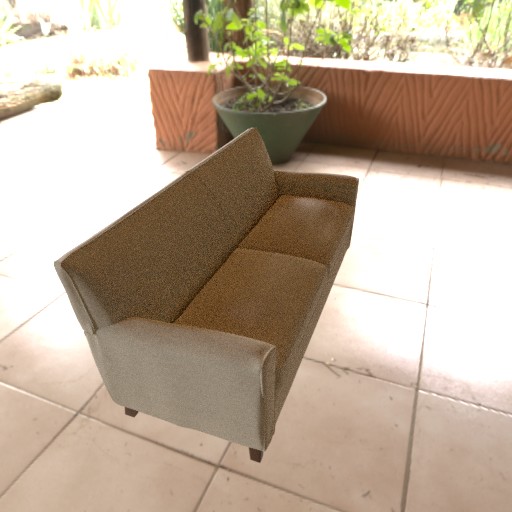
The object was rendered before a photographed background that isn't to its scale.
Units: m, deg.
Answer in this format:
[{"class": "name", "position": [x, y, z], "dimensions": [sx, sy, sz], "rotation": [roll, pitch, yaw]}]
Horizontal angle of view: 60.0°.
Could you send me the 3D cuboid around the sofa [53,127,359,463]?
[{"class": "sofa", "position": [0.000, 0.000, 2.507], "dimensions": [0.841, 0.907, 2.001], "rotation": [11, 32, 18]}]
